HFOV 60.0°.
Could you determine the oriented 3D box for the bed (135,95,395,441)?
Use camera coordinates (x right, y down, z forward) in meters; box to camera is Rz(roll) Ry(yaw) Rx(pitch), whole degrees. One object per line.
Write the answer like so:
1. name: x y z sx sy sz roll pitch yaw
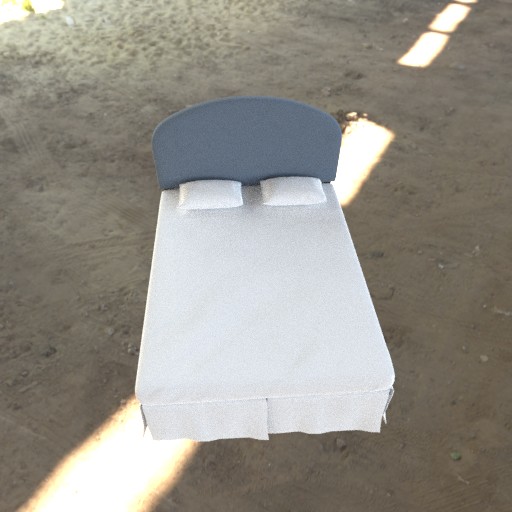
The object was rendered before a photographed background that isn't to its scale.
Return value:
1. bed: 0.000 0.000 3.097 1.607 1.410 2.005 -3 45 -3
